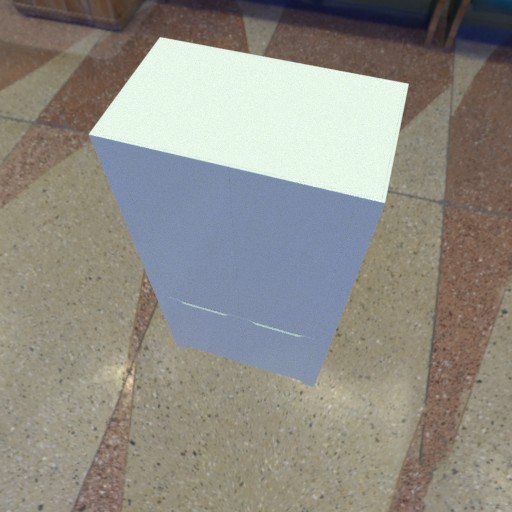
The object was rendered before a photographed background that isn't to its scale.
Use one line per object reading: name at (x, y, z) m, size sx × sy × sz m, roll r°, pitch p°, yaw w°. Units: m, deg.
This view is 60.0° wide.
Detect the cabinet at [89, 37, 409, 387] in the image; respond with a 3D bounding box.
cabinet at (0.000, 0.000, 2.347) m, size 0.980 × 1.920 × 0.580 m, roll 15°, pitch 59°, yaw 9°
